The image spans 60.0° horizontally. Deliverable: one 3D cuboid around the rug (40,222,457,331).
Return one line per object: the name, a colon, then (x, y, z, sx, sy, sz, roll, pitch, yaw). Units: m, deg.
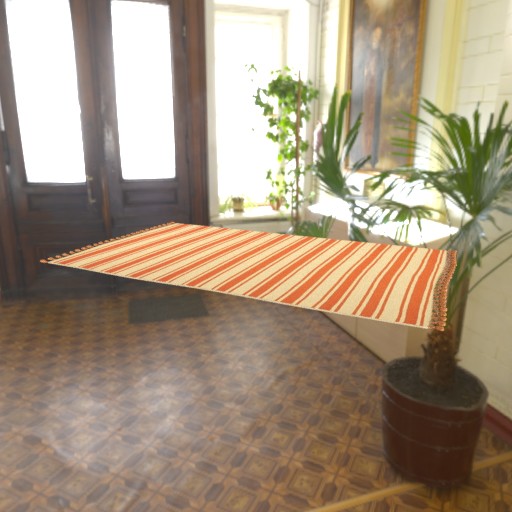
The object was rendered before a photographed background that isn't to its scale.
rug: (0.000, 0.000, 2.545, 2.092, 0.017, 1.232, 7, 17, 25)
